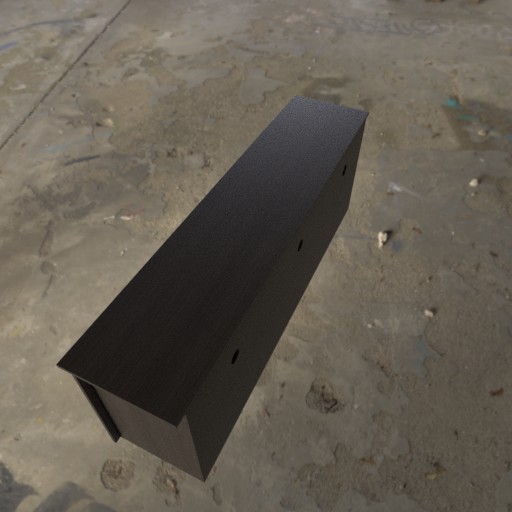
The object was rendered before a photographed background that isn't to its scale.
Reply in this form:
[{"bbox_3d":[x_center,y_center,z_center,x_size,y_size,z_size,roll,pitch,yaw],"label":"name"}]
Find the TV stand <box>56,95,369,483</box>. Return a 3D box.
[{"bbox_3d":[0.000,0.000,1.975,0.406,0.610,1.778,20,50,17],"label":"TV stand"}]
